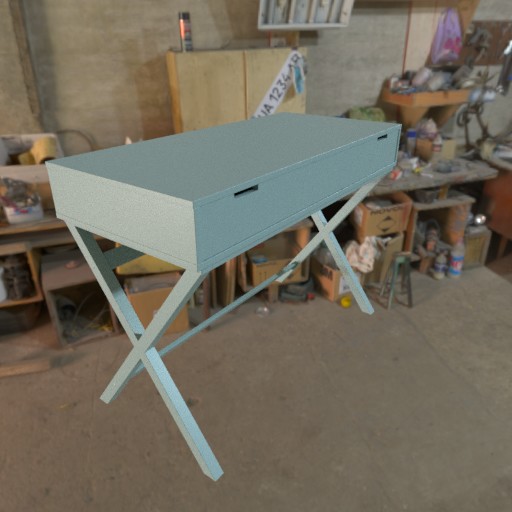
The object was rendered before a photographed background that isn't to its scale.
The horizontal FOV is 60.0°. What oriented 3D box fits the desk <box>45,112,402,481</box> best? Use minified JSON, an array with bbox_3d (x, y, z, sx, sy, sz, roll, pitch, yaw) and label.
[{"bbox_3d":[0.000,0.000,1.505,0.509,0.780,1.059,18,31,33],"label":"desk"}]
